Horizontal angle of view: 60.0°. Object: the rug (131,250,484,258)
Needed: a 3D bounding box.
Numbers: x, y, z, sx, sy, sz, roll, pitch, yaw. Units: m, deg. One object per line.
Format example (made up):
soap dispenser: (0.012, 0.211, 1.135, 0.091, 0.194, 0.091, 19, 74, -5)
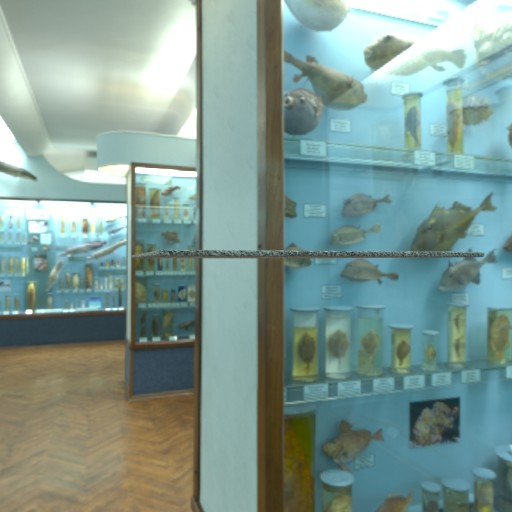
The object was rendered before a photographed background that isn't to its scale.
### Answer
rug: (0.000, 0.000, 3.472, 1.778, 0.030, 2.743, 0, 0, -18)
